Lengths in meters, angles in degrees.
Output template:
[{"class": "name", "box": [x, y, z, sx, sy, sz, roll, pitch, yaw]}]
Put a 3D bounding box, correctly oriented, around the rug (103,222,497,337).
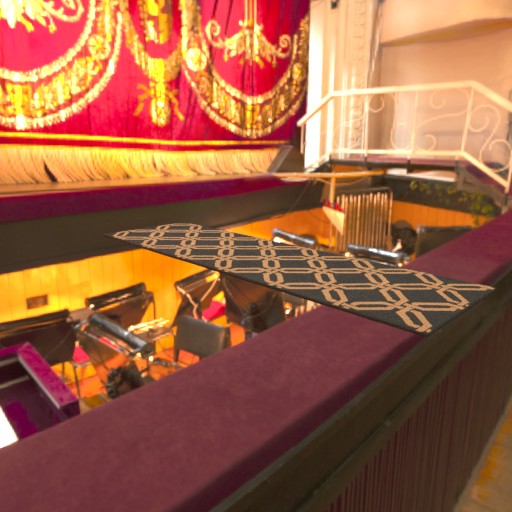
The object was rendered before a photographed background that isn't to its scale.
[{"class": "rug", "box": [0.000, 0.000, 2.467, 0.678, 0.014, 2.276, -14, 20, -43]}]
